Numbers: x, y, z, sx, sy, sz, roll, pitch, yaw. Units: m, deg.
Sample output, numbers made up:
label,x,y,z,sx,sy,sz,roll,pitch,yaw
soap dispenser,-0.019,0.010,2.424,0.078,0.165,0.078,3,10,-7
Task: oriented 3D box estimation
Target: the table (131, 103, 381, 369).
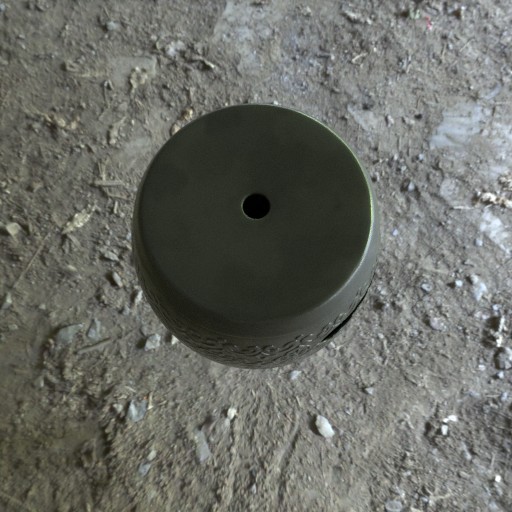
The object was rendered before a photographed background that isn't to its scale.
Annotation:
label,x,y,z,sx,sy,sz,roll,pitch,yaw
table,0.000,0.000,0.624,0.309,0.397,0.309,0,75,0
